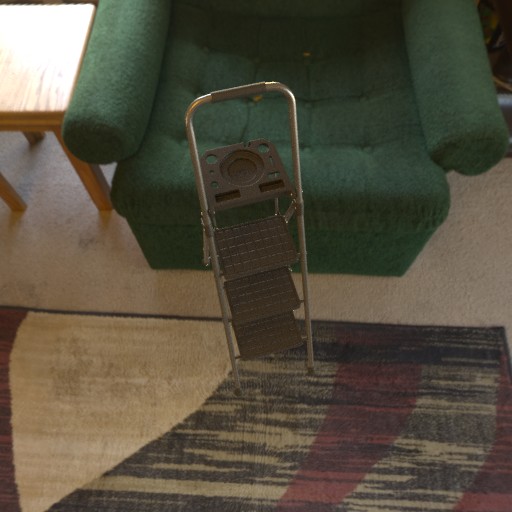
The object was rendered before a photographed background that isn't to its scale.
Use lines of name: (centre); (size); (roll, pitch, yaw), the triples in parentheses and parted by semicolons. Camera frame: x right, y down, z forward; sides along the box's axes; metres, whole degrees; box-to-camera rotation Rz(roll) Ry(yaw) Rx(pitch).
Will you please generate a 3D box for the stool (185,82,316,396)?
stool: (0.000, 0.000, 1.647); (0.396, 1.277, 0.733); (-14, 64, -7)
